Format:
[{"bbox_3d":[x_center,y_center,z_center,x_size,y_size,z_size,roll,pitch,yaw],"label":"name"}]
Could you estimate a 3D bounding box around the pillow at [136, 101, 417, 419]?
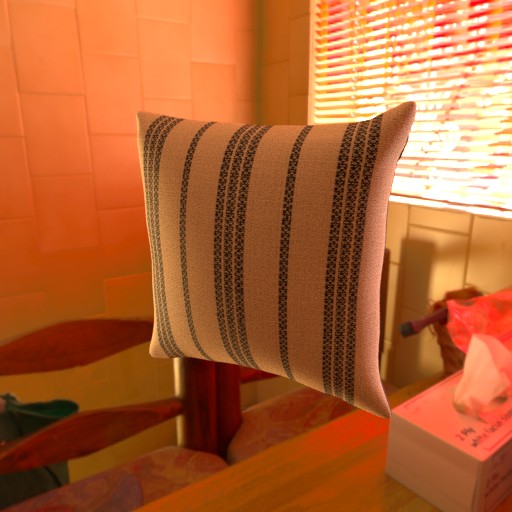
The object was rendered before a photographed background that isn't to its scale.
[{"bbox_3d":[0.000,0.000,0.633,0.405,0.406,0.173,7,16,25],"label":"pillow"}]
